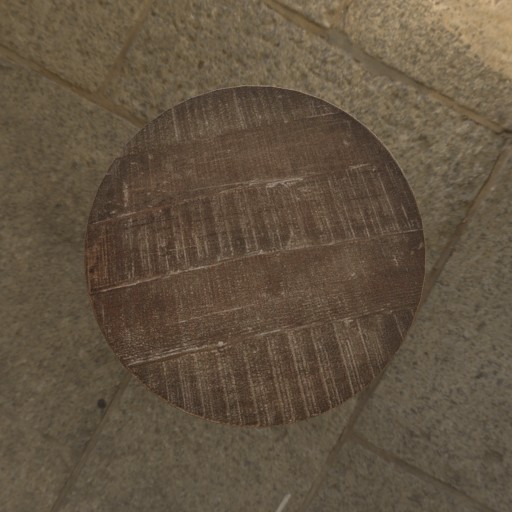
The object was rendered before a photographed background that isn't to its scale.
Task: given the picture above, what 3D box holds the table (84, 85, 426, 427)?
[{"bbox_3d":[0.000,0.000,0.939,0.557,0.437,0.557,0,90,1],"label":"table"}]
